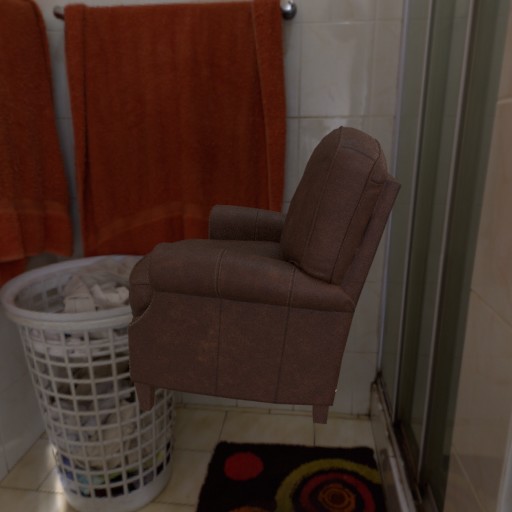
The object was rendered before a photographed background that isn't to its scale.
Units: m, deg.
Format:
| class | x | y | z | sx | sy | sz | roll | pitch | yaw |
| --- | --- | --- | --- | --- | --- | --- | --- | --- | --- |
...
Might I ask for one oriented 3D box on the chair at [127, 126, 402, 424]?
| class | x | y | z | sx | sy | sz | roll | pitch | yaw |
| --- | --- | --- | --- | --- | --- | --- | --- | --- | --- |
| chair | 0.000 | 0.000 | 1.807 | 0.986 | 1.018 | 0.936 | 2 | 16 | 8 |
